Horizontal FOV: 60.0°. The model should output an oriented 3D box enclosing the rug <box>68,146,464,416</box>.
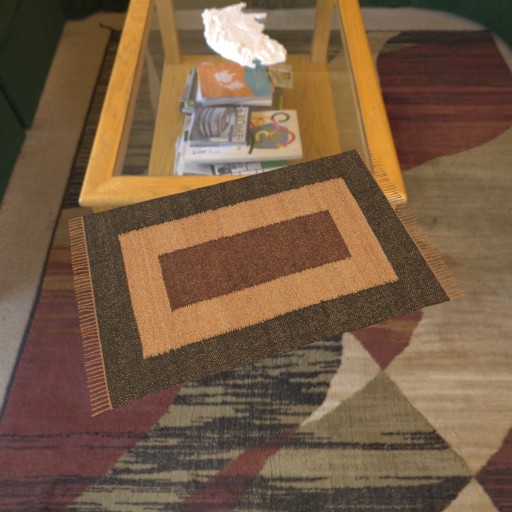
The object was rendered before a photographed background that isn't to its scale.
[{"bbox_3d":[0.000,0.000,1.933,1.541,0.013,0.920,-16,59,-10],"label":"rug"}]
